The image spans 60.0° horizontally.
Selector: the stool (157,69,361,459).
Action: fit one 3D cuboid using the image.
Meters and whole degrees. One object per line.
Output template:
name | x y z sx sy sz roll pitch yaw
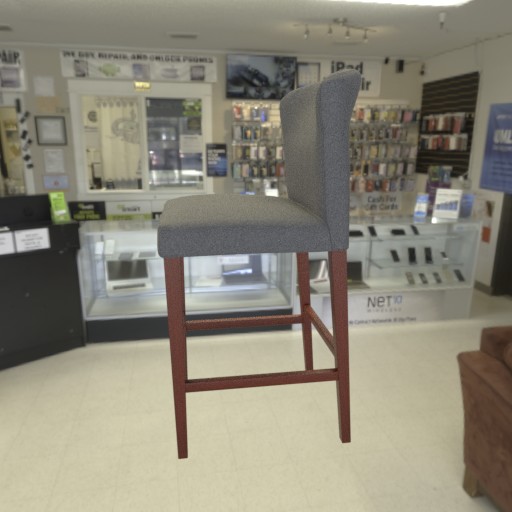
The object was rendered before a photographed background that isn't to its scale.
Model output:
stool | 0.000 0.000 1.372 0.568 1.069 0.481 -2 15 -8
